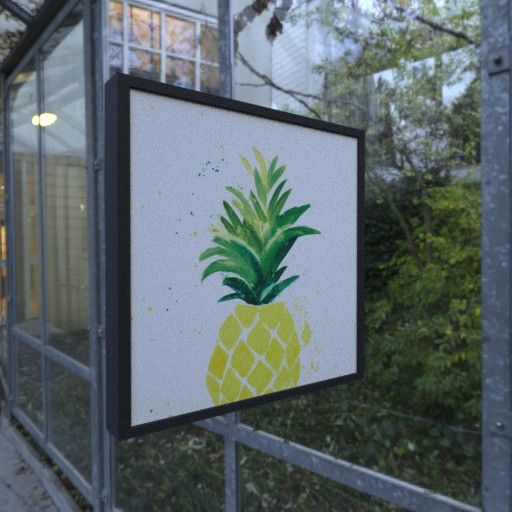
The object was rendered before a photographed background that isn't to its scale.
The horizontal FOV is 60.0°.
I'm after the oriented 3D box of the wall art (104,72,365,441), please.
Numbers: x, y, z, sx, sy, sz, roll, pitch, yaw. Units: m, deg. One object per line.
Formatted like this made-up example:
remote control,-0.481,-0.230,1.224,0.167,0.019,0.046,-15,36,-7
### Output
wall art,0.000,0.000,0.467,0.305,0.304,0.033,-1,1,-36
